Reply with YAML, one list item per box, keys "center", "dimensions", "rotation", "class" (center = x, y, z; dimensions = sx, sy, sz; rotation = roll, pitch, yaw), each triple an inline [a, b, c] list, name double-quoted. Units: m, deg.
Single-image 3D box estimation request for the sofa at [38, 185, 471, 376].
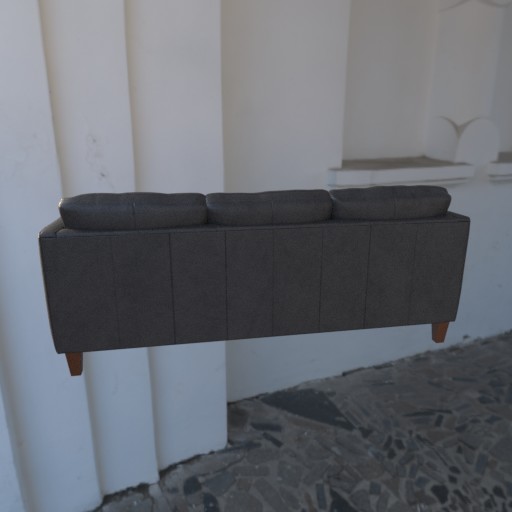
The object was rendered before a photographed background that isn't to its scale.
- center: [0.000, 0.000, 3.010]
  dimensions: [2.464, 1.006, 1.045]
  rotation: [-3, 16, -10]
  class: "sofa"
